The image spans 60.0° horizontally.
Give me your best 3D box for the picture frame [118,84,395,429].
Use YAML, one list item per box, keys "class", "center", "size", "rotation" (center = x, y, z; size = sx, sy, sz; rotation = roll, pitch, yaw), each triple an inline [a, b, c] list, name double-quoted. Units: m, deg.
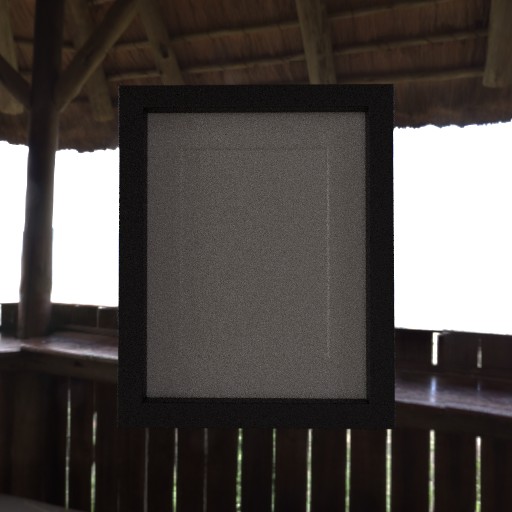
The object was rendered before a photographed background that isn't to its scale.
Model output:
- class: "picture frame"
  center: [0.000, 0.000, 0.510]
  size: [0.307, 0.383, 0.036]
  rotation: [0, -1, 1]
